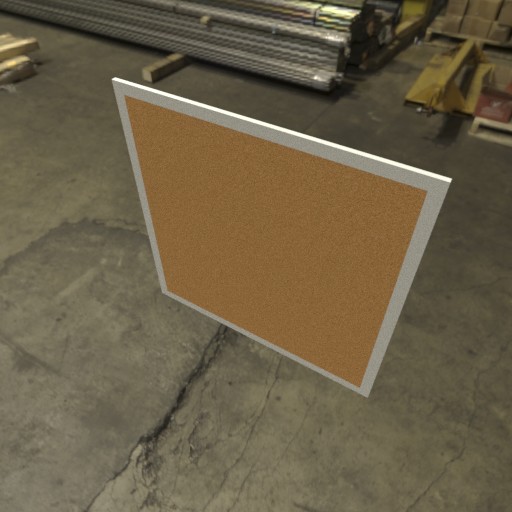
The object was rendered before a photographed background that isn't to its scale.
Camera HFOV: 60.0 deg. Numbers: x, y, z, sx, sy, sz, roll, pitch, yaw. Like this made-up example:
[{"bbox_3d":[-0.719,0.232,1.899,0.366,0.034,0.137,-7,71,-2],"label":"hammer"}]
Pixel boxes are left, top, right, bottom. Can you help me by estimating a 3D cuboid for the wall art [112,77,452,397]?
[{"bbox_3d":[0.000,0.000,1.226,0.812,0.813,0.013,23,50,21],"label":"wall art"}]
